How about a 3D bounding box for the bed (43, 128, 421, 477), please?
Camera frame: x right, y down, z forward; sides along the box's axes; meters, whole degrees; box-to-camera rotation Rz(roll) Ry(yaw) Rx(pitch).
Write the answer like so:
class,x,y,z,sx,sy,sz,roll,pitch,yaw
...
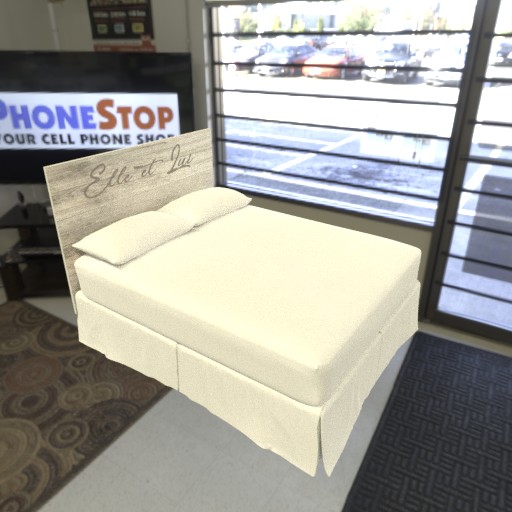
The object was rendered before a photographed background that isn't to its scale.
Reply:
class,x,y,z,sx,sy,sz,roll,pitch,yaw
bed,0.000,0.000,3.164,2.094,1.335,1.745,17,31,31
